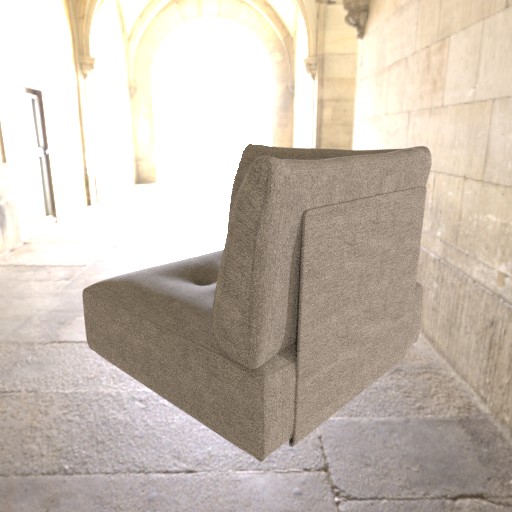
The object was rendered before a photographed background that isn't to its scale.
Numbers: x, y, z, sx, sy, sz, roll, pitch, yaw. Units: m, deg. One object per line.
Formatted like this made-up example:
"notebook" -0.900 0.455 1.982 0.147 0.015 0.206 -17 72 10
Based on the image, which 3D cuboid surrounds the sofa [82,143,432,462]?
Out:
"sofa" 0.000 0.000 1.703 1.000 0.820 1.000 14 21 41
